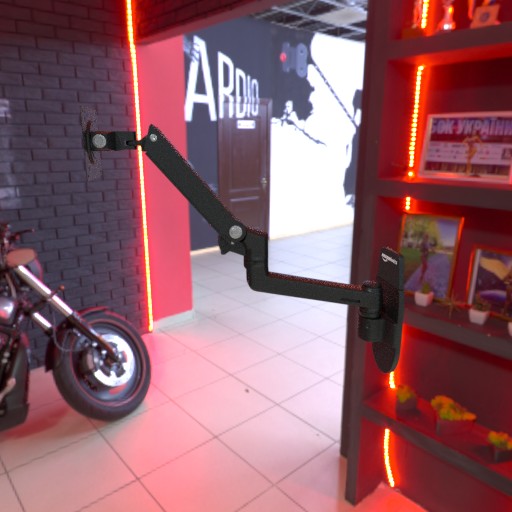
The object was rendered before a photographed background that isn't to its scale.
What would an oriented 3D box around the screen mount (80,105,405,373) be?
[{"bbox_3d":[0.000,0.000,0.742,0.495,0.466,0.115,-2,15,-9],"label":"screen mount"}]
